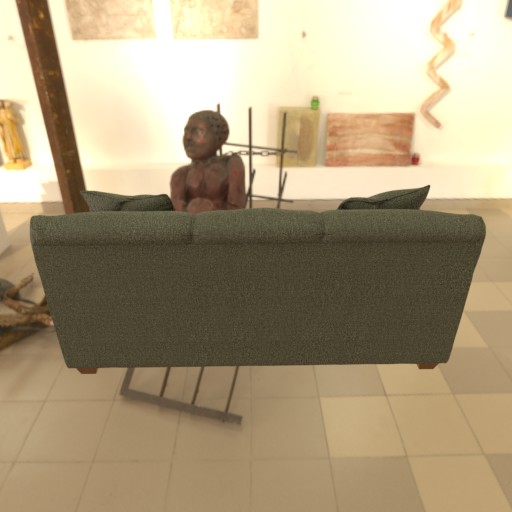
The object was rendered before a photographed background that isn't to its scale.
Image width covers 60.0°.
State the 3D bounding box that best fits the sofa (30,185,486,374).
[{"bbox_3d":[0.000,0.000,2.539,2.024,0.958,0.997,-1,30,-1],"label":"sofa"}]
